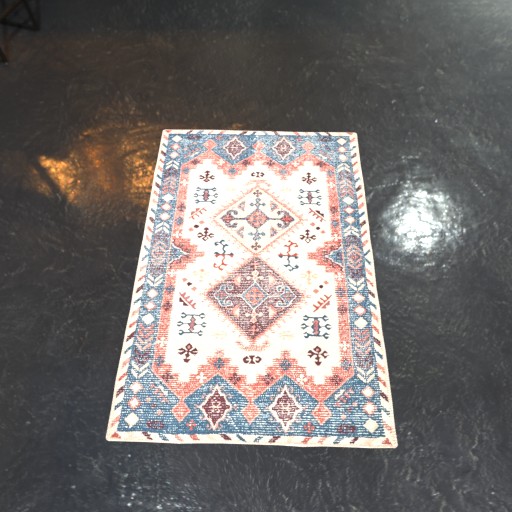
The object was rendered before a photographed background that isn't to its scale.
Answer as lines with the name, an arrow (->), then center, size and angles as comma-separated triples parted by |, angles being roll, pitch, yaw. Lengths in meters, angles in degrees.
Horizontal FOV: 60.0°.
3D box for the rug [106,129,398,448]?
rug -> 0.000, 0.000, 2.318 | 1.225, 0.015, 1.840 | 1, 59, 1
